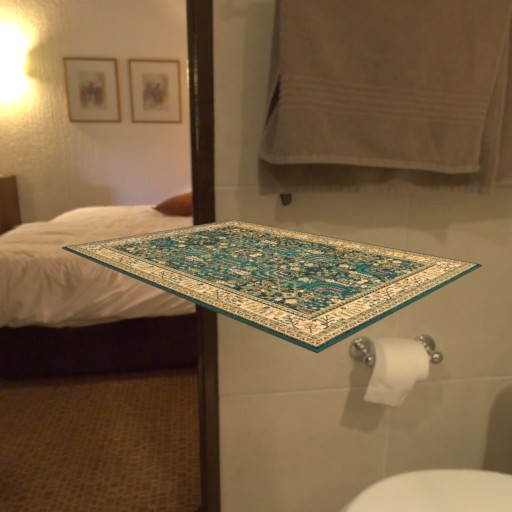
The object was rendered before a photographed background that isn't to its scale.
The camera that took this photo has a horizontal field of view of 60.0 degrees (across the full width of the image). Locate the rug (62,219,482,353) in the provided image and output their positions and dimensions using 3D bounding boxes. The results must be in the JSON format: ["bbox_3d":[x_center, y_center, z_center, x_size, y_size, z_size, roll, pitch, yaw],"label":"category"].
[{"bbox_3d":[0.000,0.000,2.854,1.594,0.013,2.213,-14,20,-43],"label":"rug"}]
